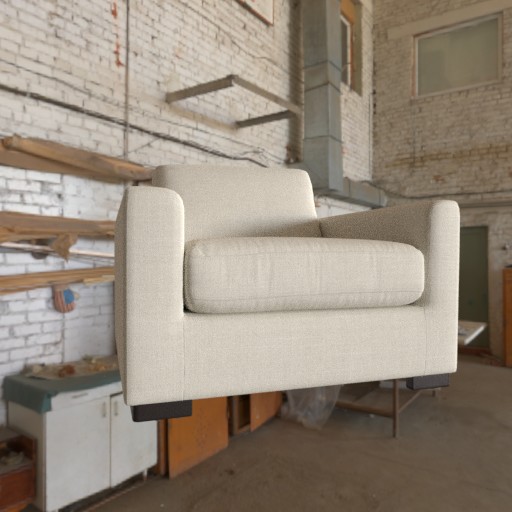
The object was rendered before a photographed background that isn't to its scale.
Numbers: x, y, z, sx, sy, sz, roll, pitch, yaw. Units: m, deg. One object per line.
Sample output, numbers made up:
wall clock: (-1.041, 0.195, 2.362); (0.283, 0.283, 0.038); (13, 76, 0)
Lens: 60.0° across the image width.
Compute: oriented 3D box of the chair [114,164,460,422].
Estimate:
chair: (0.000, 0.000, 1.788); (1.070, 0.876, 1.100); (0, 0, -19)
